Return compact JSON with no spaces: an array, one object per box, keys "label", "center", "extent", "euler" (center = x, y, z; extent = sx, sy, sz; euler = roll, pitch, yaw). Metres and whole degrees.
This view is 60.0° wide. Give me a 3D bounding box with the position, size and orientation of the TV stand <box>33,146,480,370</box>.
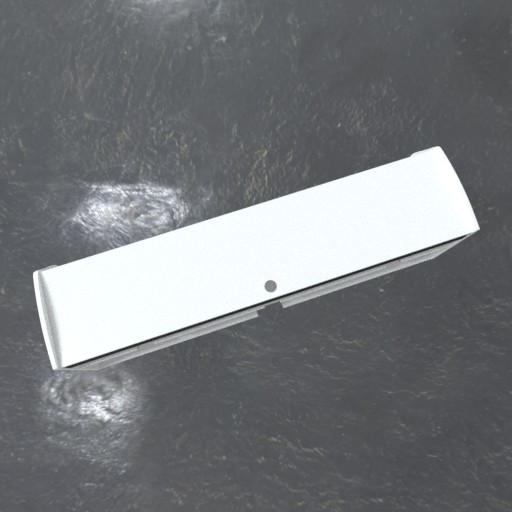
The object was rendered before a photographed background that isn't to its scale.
[{"label":"TV stand","center":[0.000,0.000,1.683],"extent":[1.473,0.424,0.397],"euler":[-18,76,-4]}]
